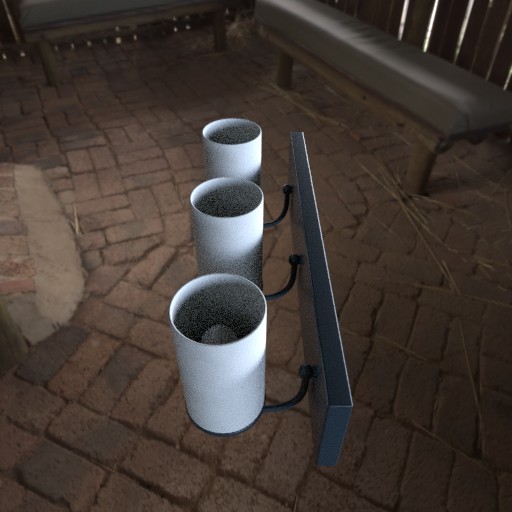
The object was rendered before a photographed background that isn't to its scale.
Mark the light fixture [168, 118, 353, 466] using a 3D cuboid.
[{"bbox_3d":[0.000,0.000,0.534,0.145,0.172,0.451,0,42,0],"label":"light fixture"}]
